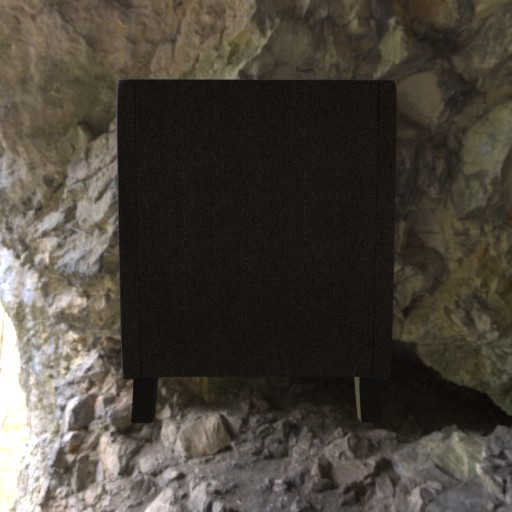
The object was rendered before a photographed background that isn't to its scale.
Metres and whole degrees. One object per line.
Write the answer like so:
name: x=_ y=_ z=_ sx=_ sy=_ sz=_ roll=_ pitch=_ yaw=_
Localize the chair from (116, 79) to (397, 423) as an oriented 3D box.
chair: x=0.000 y=0.000 z=1.617 sx=0.776 sy=0.967 sz=0.884 roll=0 pitch=0 yaw=0
